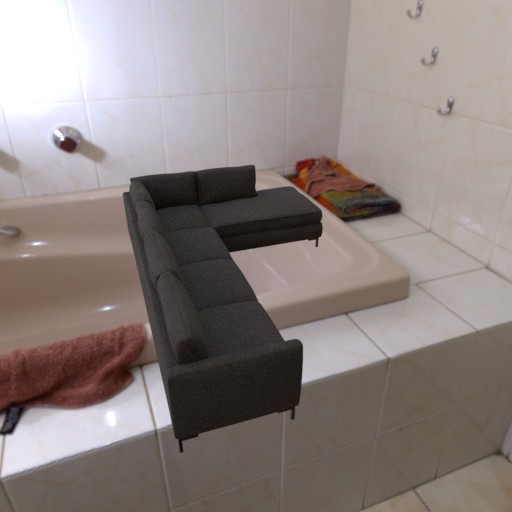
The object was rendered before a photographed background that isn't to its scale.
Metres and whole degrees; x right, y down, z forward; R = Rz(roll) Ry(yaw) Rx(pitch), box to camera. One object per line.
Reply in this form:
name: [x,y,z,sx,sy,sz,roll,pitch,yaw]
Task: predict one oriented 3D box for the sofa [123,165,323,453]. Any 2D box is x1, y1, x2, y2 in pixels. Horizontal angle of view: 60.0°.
sofa: [0.000,0.000,3.905,2.007,0.815,2.949,-10,30,-17]
